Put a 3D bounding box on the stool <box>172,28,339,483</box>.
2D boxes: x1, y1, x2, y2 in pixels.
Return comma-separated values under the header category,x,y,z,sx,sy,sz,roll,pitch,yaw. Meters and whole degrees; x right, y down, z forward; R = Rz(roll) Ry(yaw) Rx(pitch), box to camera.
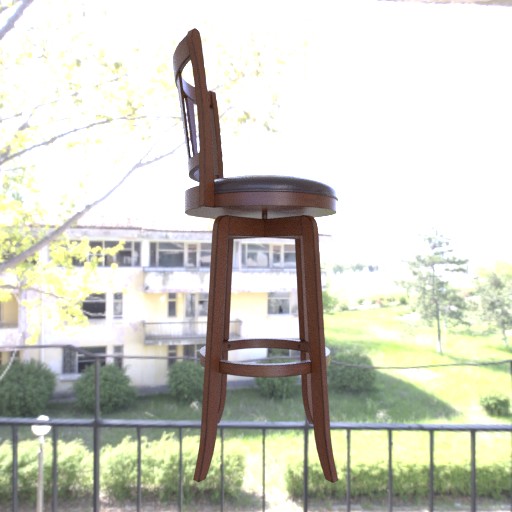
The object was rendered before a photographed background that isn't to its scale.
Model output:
category,x,y,z,sx,sy,sz,roll,pitch,yaw
stool,0.000,0.000,1.365,0.503,1.177,0.464,0,0,0
